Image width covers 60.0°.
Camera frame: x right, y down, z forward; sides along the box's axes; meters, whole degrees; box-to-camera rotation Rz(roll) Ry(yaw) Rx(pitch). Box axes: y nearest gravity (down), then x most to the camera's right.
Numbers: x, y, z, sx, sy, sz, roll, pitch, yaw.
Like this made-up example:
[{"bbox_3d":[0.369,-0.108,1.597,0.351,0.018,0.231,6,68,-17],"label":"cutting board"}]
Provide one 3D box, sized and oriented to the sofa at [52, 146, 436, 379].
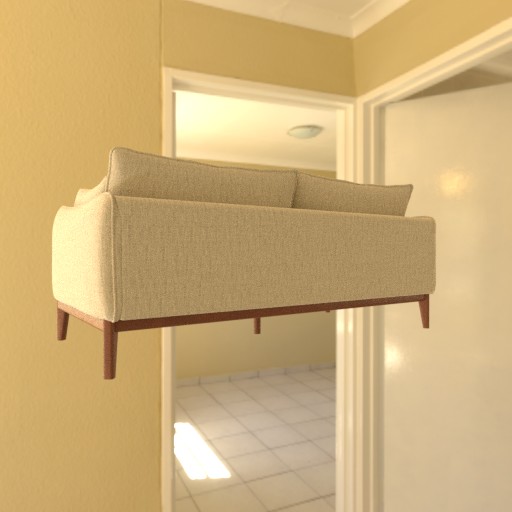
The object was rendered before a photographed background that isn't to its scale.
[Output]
[{"bbox_3d":[0.000,0.000,2.468,1.989,0.860,0.991,0,1,-34],"label":"sofa"}]
